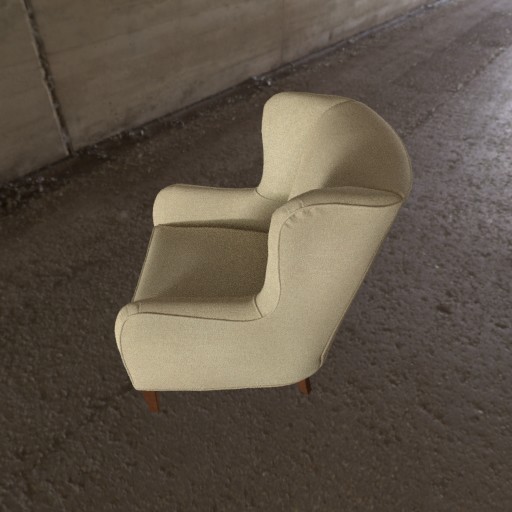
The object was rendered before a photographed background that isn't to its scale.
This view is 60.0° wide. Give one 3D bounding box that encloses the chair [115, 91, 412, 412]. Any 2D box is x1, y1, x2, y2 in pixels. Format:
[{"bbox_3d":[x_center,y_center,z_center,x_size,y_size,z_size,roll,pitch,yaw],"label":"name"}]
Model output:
[{"bbox_3d":[0.000,0.000,1.770,0.966,1.040,0.838,0,40,0],"label":"chair"}]
